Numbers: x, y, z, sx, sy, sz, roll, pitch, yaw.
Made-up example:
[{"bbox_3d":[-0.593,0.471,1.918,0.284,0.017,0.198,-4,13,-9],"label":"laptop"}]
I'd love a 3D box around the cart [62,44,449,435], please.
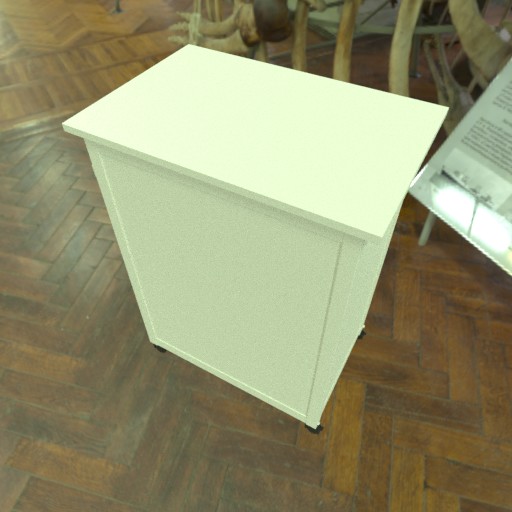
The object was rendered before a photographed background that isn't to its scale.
[{"bbox_3d":[0.000,0.000,1.231,0.683,0.864,0.442,22,51,19],"label":"cart"}]
